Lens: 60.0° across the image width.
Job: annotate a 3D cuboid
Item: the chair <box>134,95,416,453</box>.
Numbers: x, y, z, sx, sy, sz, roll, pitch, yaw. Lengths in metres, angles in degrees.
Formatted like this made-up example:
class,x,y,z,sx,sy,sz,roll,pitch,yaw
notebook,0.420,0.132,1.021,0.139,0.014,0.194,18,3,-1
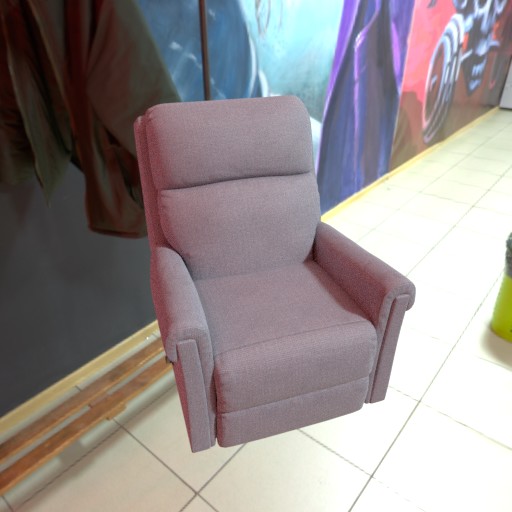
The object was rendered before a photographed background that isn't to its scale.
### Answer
class,x,y,z,sx,sy,sz,roll,pitch,yaw
chair,0.000,0.000,1.749,0.838,1.054,1.014,-9,32,-15
